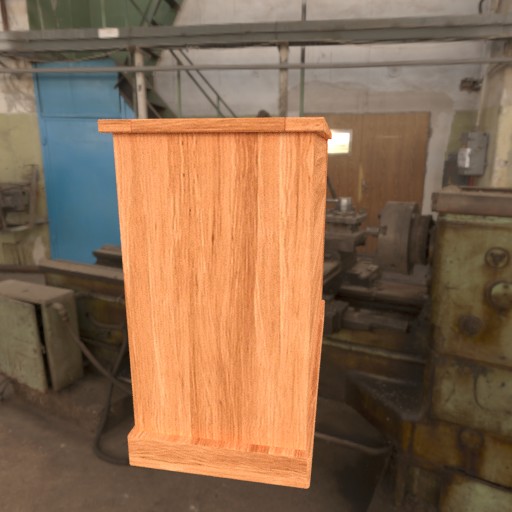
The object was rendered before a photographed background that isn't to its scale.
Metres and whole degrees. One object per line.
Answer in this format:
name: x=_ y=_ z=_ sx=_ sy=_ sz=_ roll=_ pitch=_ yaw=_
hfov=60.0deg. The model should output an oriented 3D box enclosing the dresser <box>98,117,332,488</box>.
dresser: x=0.000 y=0.000 z=1.333 sx=0.410 sy=0.740 sz=0.990 roll=2 pitch=14 yaw=10
